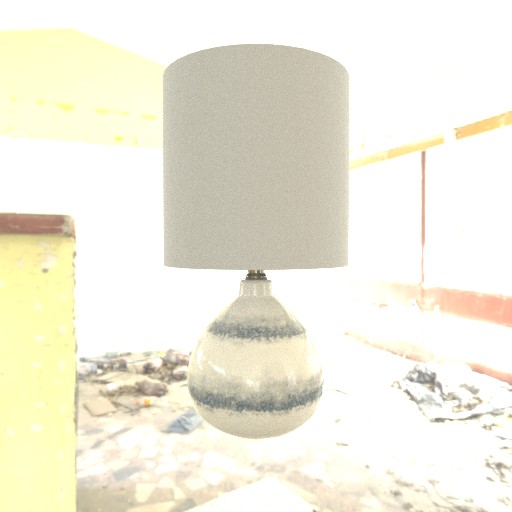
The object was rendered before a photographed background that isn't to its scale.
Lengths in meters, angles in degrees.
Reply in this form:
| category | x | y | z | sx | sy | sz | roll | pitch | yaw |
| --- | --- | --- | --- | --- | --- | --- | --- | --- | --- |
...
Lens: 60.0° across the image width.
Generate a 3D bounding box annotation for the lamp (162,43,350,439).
| category | x | y | z | sx | sy | sz | roll | pitch | yaw |
| --- | --- | --- | --- | --- | --- | --- | --- | --- | --- |
| lamp | 0.000 | 0.000 | 0.527 | 0.216 | 0.404 | 0.216 | 0 | 2 | -1 |
